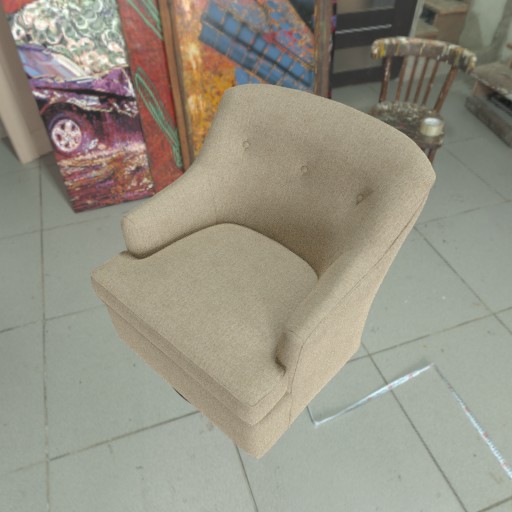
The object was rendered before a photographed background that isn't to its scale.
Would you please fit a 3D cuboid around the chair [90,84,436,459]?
[{"bbox_3d":[0.000,0.000,1.596,0.864,0.856,0.923,32,53,28],"label":"chair"}]
